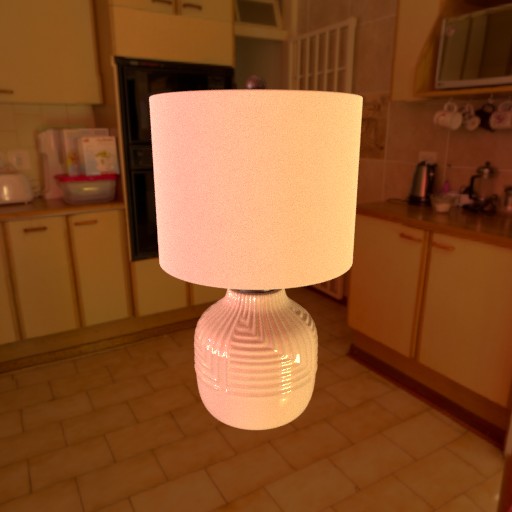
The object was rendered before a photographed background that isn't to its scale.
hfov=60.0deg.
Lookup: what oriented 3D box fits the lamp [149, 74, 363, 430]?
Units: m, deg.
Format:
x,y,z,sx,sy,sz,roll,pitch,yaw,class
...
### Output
x,y,z,sx,sy,sz,roll,pitch,yaw,class
0.000,0.000,0.744,0.318,0.567,0.318,0,16,0,lamp
